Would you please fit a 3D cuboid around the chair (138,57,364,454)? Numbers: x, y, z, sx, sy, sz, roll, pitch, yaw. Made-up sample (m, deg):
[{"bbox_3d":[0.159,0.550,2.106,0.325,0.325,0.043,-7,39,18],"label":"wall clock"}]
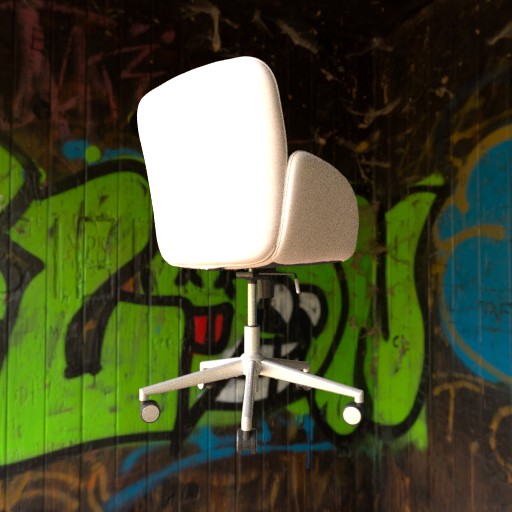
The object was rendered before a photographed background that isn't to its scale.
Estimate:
[{"bbox_3d":[0.000,0.000,1.394,0.648,0.959,0.633,-1,-2,38],"label":"chair"}]
